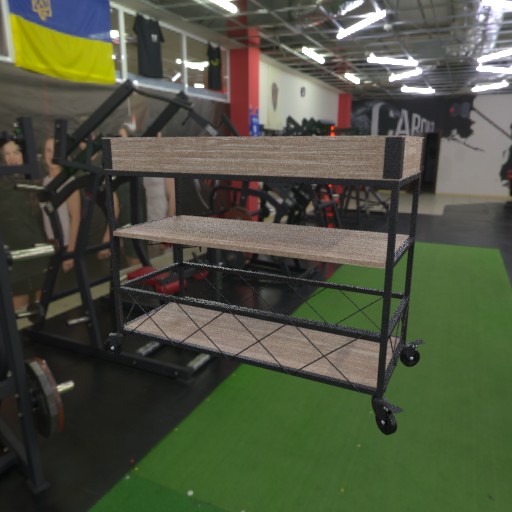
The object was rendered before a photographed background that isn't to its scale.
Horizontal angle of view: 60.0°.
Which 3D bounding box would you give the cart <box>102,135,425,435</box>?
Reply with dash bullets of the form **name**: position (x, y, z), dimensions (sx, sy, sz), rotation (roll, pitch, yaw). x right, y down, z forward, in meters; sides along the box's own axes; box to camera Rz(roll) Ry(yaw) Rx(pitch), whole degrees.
- **cart**: position (0.000, 0.000, 1.525), dimensions (1.101, 0.787, 0.500), rotation (7, 16, 26)
